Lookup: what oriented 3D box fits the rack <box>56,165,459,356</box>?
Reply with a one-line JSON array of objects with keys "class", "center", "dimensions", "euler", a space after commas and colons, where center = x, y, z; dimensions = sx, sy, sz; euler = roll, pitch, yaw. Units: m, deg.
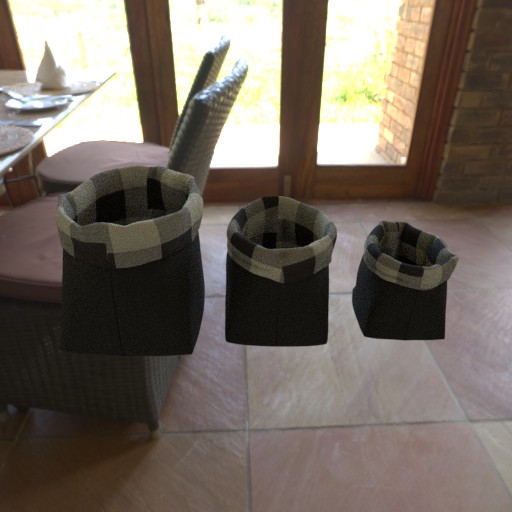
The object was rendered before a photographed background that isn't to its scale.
[{"class": "rack", "center": [0.000, 0.000, 1.047], "dimensions": [0.889, 0.329, 0.370], "euler": [0, 31, 0]}]
